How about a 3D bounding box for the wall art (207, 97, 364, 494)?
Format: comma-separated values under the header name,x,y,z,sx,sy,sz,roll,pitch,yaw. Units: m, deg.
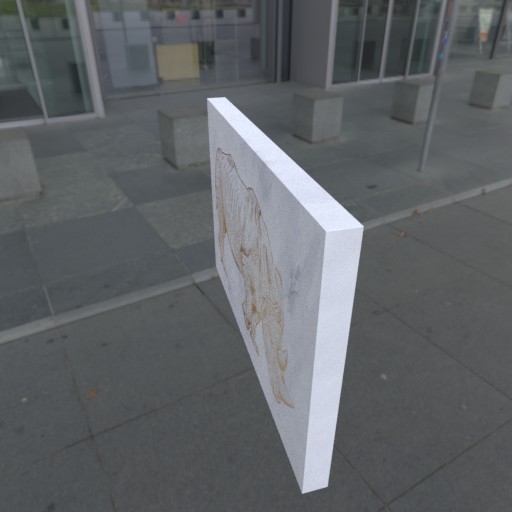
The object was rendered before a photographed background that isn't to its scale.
name,x,y,z,sx,sy,sz,roll,pitch,yaw
wall art,0.000,0.000,0.763,0.038,0.407,0.609,-8,32,-13
